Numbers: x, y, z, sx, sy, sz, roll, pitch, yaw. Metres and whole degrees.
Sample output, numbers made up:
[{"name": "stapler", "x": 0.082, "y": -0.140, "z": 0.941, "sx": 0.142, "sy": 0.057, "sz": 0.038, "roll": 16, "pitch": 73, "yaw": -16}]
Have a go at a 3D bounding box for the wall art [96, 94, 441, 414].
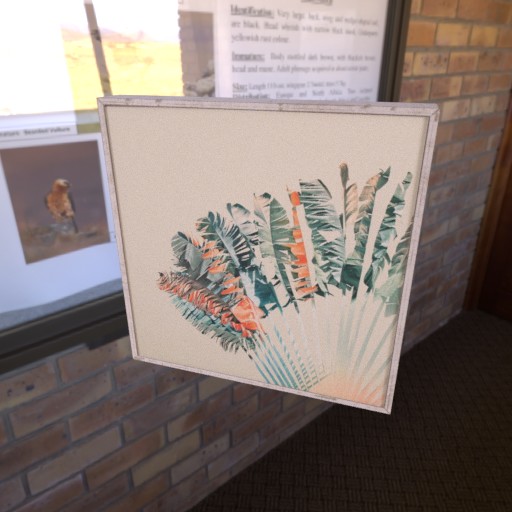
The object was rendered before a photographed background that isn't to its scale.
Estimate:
[{"name": "wall art", "x": 0.000, "y": 0.000, "z": 0.456, "sx": 0.305, "sy": 0.303, "sz": 0.038, "roll": 7, "pitch": 26, "yaw": 16}]
